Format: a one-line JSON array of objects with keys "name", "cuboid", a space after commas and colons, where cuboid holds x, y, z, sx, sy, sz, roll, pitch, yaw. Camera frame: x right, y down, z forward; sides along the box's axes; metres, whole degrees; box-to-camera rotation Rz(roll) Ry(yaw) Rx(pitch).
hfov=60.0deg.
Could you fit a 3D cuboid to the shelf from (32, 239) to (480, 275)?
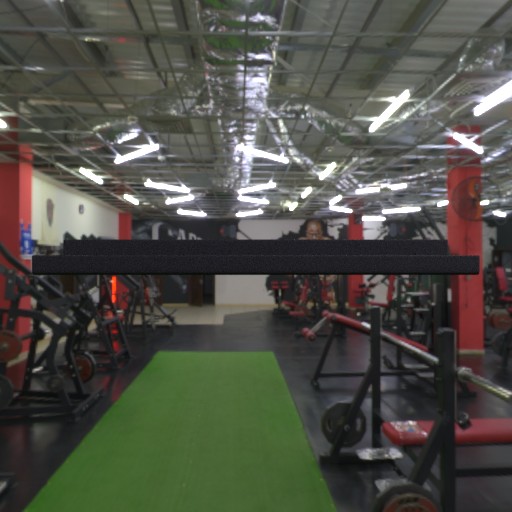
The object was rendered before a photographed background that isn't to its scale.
[{"name": "shelf", "cuboid": [0.000, 0.000, 0.649, 0.605, 0.053, 0.102, 0, 0, 0]}]
